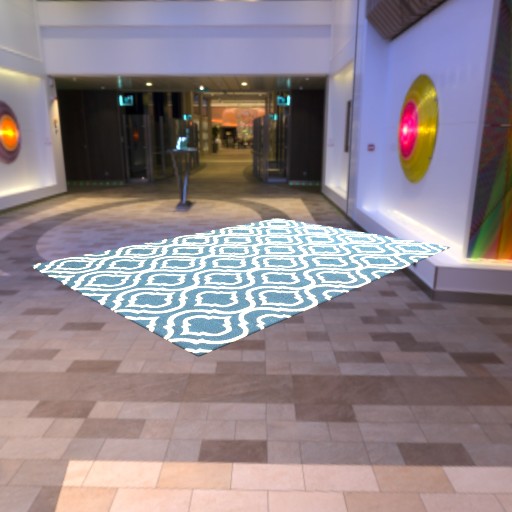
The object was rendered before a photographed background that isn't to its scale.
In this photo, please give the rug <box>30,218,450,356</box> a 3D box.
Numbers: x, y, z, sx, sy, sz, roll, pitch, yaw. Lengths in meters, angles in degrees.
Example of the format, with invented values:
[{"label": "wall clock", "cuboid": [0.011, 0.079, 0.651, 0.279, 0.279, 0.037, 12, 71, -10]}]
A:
[{"label": "rug", "cuboid": [0.000, 0.000, 4.330, 2.438, 0.010, 3.353, 14, 21, 43]}]
